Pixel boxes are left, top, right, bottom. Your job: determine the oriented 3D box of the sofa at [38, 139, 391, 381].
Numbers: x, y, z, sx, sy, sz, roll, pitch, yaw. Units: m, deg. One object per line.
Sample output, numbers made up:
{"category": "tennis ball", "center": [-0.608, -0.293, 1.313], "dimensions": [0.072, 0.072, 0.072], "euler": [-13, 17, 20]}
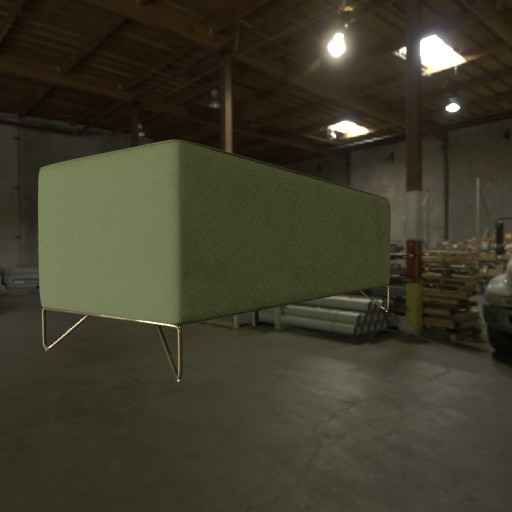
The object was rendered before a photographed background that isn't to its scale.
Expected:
{"category": "sofa", "center": [0.000, 0.000, 2.491], "dimensions": [0.867, 0.789, 2.087], "euler": [1, 1, 35]}
